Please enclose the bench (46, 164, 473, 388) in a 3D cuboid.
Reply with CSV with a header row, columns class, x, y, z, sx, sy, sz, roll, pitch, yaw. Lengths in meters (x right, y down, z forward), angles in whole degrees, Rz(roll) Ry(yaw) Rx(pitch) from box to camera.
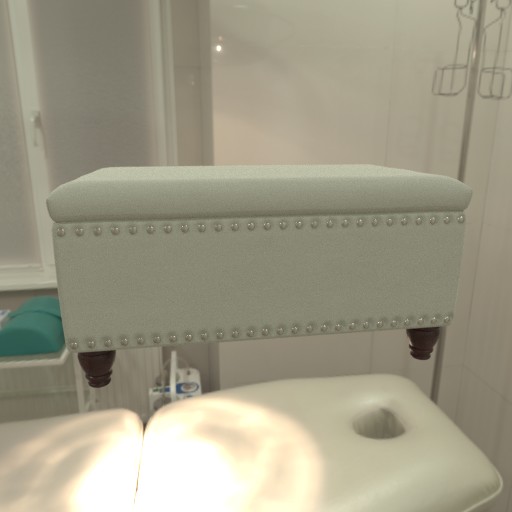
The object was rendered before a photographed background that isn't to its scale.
class,x,y,z,sx,sy,sz,roll,pitch,yaw
bench,0.000,0.000,1.183,0.887,0.449,0.500,-2,15,-9
